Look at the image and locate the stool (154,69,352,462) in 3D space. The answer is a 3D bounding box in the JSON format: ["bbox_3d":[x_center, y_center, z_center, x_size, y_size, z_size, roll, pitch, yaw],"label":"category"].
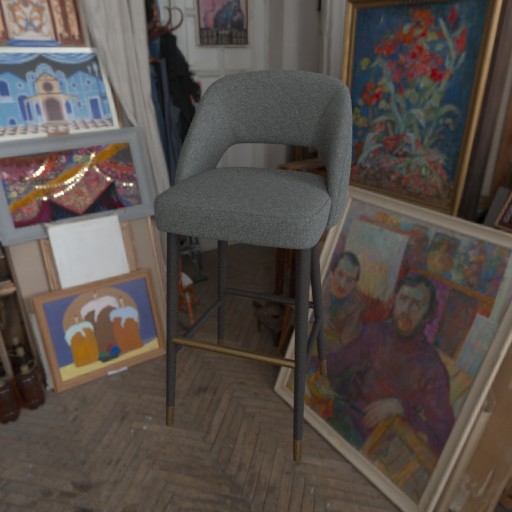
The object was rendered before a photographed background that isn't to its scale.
[{"bbox_3d":[0.000,0.000,1.416,0.536,1.089,0.524,8,25,17],"label":"stool"}]
